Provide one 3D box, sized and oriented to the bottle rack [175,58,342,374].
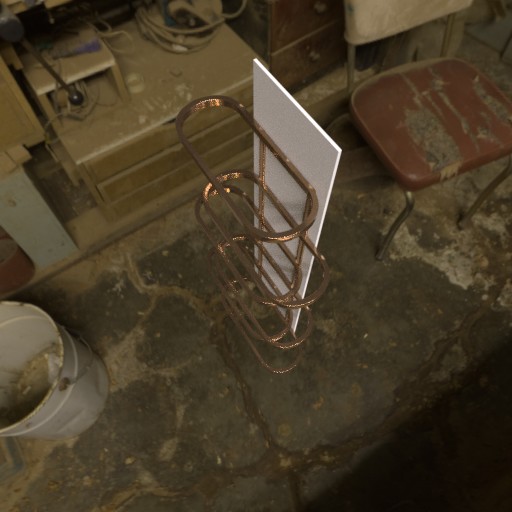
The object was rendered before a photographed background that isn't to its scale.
[{"bbox_3d":[0.000,0.000,0.844,0.118,0.709,0.332,-30,67,-14],"label":"bottle rack"}]
